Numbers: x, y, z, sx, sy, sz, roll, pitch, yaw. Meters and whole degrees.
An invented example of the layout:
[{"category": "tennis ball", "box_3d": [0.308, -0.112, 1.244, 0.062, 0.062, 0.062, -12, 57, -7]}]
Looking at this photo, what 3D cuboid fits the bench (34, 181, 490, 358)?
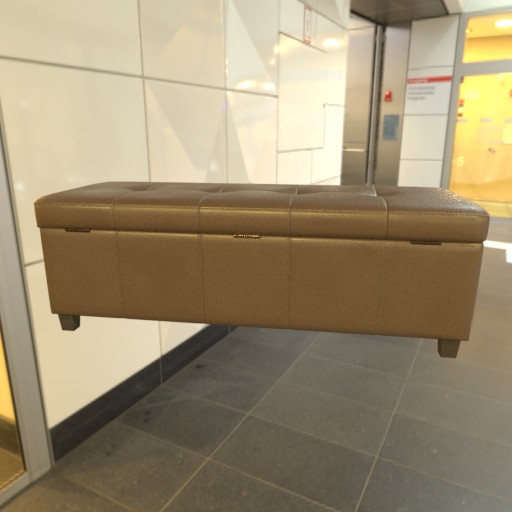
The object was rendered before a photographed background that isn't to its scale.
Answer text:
[{"category": "bench", "box_3d": [0.000, 0.000, 1.400, 1.219, 0.417, 0.450, 2, 16, 8]}]
